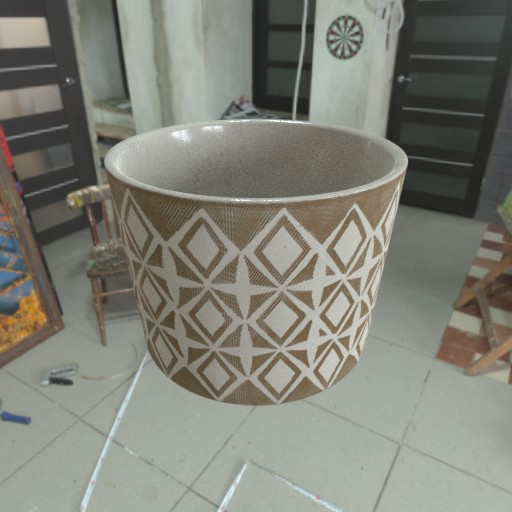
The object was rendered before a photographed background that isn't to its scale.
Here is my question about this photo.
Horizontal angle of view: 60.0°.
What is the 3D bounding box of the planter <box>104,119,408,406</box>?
[{"bbox_3d":[0.000,0.000,0.448,0.260,0.220,0.260,0,28,0],"label":"planter"}]
